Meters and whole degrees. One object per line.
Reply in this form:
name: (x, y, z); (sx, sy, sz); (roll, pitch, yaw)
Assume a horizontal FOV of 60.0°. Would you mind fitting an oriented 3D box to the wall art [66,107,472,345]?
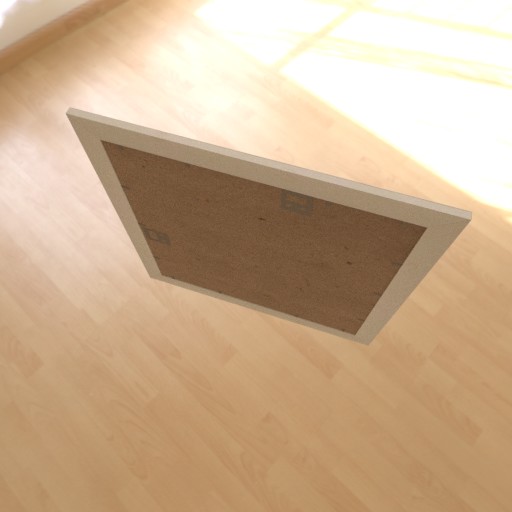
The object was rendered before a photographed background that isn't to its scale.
wall art: (0.000, 0.000, 0.874); (0.584, 0.584, 0.013); (16, 64, 8)
